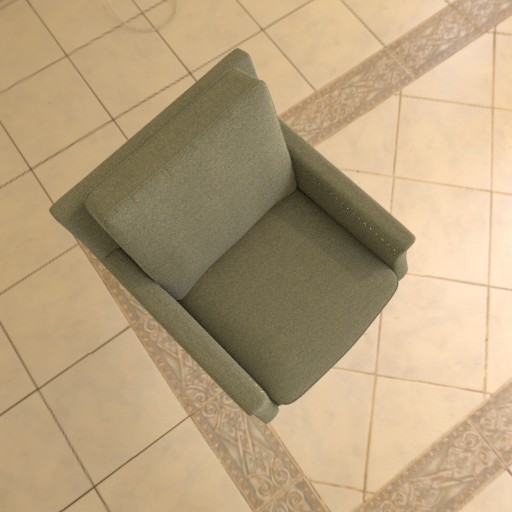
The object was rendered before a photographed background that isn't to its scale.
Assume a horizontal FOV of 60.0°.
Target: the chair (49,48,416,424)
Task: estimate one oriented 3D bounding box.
[{"bbox_3d":[0.000,0.000,1.774,1.031,1.031,0.885,44,80,10],"label":"chair"}]
